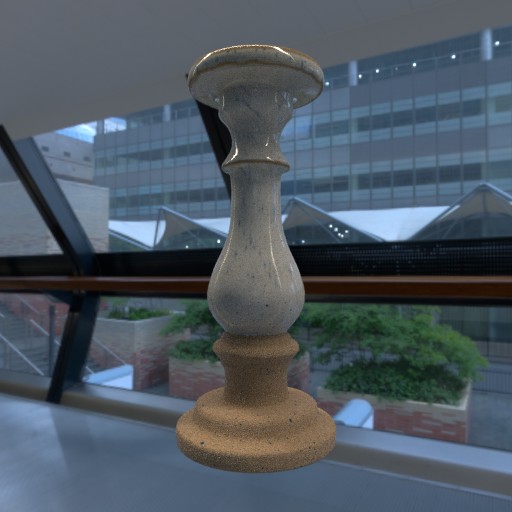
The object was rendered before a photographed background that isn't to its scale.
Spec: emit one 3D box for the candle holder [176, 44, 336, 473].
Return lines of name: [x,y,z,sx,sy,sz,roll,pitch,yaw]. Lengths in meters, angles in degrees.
candle holder: [0.000,0.000,0.247,0.088,0.203,0.088,0,-1,0]
